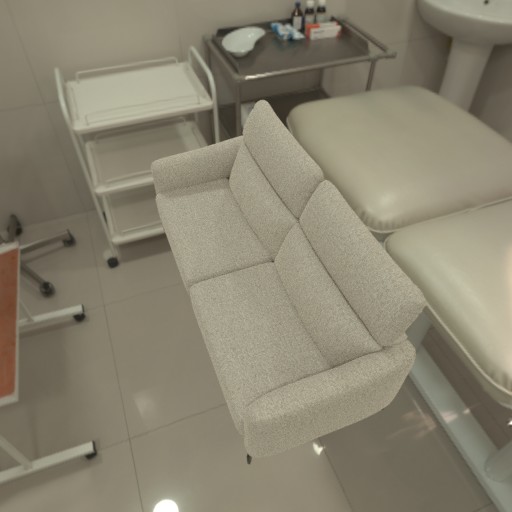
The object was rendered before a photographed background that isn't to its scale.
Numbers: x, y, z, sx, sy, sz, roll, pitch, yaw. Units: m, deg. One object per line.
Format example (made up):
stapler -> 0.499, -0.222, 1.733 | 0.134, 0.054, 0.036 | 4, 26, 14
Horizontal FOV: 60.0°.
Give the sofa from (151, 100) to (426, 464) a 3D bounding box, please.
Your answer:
sofa -> 0.000, 0.000, 2.594 | 0.856, 0.956, 2.015 | -16, 49, -14
